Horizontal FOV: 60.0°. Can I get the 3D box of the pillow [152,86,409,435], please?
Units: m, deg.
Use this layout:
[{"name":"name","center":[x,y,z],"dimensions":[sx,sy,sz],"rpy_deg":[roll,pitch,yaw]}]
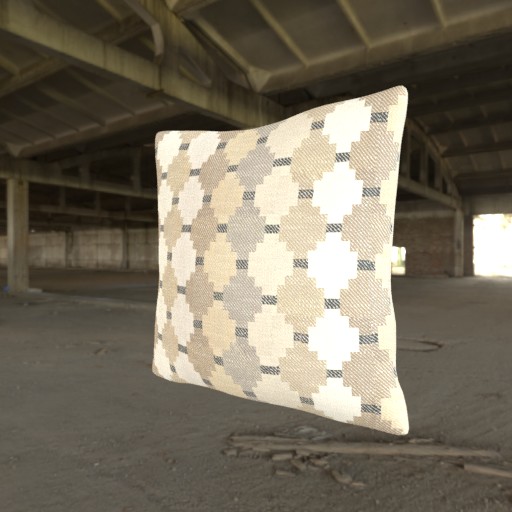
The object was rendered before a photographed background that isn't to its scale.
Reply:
[{"name":"pillow","center":[0.000,0.000,0.850],"dimensions":[0.578,0.558,0.192],"rpy_deg":[0,0,35]}]
